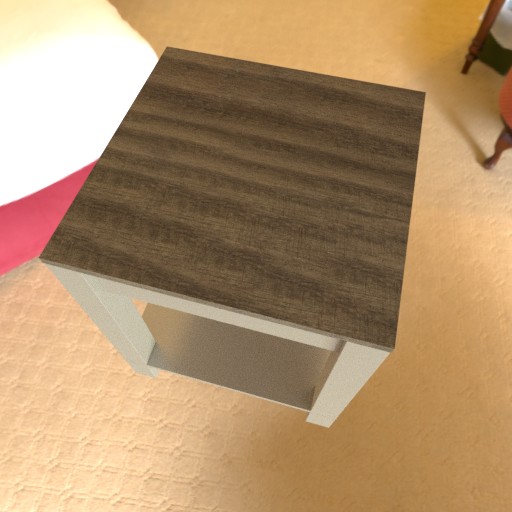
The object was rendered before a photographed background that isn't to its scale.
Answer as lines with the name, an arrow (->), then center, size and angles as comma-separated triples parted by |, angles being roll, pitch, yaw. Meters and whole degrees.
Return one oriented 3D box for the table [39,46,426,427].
table -> 0.000, 0.000, 0.976 | 0.506, 0.587, 0.504 | 13, 60, 8
